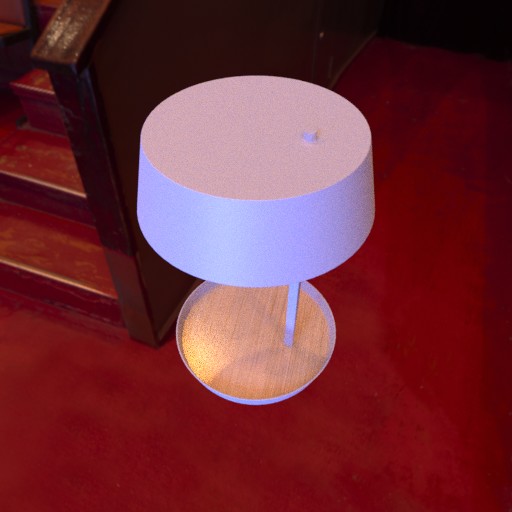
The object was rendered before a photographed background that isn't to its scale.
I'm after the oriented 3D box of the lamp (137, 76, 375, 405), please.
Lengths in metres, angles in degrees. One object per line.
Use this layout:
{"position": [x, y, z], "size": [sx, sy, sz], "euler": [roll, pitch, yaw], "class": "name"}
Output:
{"position": [0.000, 0.000, 0.631], "size": [0.291, 0.429, 0.291], "euler": [0, 47, 0], "class": "lamp"}
